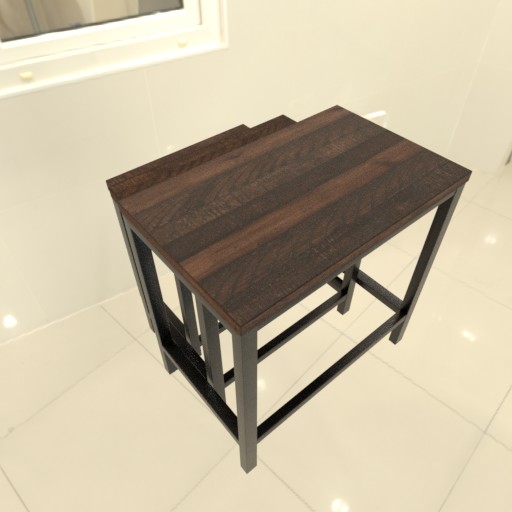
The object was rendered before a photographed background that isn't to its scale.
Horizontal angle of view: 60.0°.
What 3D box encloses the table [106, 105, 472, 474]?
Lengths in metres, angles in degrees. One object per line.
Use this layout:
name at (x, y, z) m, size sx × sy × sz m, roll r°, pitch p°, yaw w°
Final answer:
table at (0.000, 0.000, 1.169) m, size 0.608 × 0.616 × 0.660 m, roll -31°, pitch 53°, yaw -27°
